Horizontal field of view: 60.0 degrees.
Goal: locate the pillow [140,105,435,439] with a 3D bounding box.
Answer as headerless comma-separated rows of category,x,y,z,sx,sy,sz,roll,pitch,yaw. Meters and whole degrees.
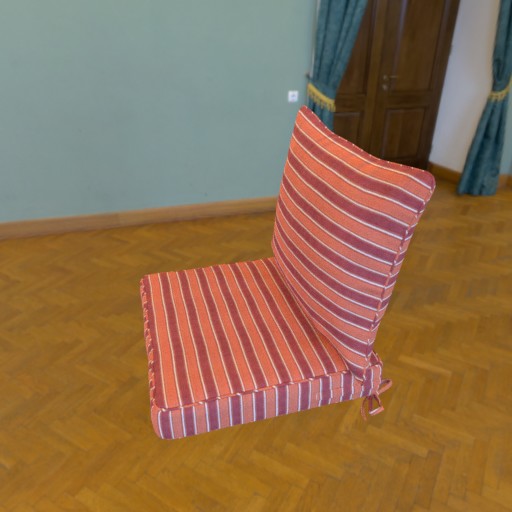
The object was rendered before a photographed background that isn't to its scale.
pillow,0.000,0.000,1.360,0.733,0.723,0.799,-8,31,-13
